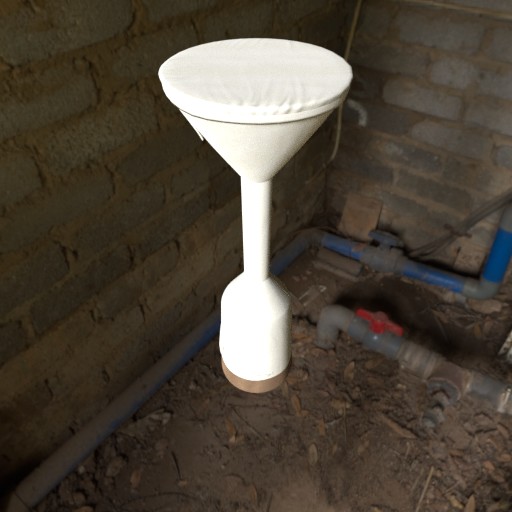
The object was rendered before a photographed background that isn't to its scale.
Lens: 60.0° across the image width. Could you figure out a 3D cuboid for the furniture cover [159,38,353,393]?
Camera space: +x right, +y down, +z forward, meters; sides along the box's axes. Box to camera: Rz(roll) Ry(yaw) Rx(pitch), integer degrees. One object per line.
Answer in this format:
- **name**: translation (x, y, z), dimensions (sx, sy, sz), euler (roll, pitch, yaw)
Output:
- **furniture cover**: translation (0.000, 0.000, 2.904), dimensions (0.914, 2.413, 0.914), euler (-1, 42, -1)
